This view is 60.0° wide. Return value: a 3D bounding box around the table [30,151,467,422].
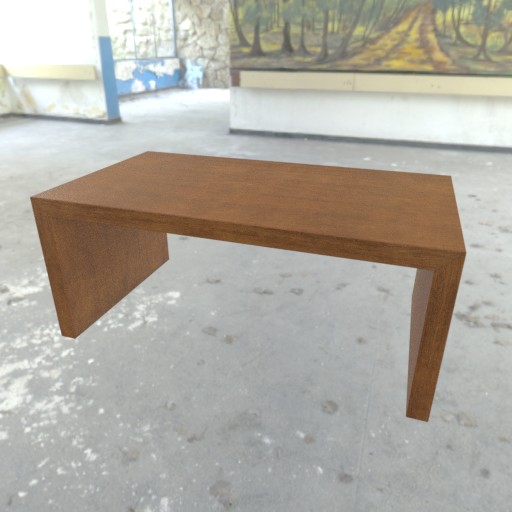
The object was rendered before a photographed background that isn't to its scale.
[{"bbox_3d":[0.000,0.000,1.277,1.000,0.419,0.549,8,27,17],"label":"table"}]
